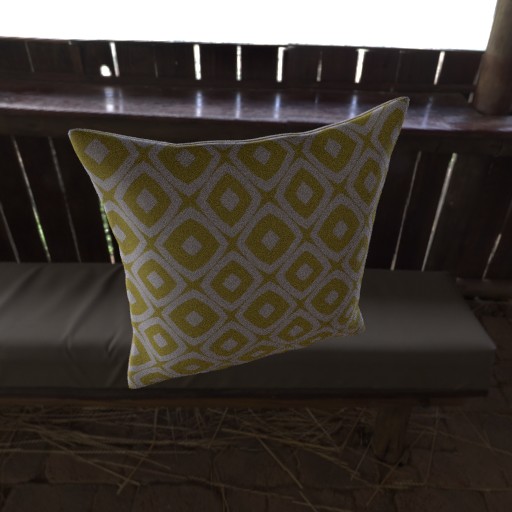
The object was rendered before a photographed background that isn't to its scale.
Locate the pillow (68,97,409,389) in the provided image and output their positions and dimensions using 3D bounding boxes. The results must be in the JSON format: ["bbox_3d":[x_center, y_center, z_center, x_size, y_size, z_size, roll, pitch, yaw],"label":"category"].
[{"bbox_3d":[0.000,0.000,0.765,0.504,0.494,0.188,-10,35,-15],"label":"pillow"}]
